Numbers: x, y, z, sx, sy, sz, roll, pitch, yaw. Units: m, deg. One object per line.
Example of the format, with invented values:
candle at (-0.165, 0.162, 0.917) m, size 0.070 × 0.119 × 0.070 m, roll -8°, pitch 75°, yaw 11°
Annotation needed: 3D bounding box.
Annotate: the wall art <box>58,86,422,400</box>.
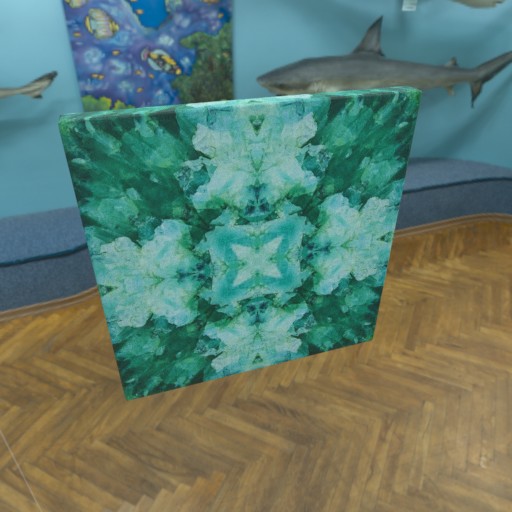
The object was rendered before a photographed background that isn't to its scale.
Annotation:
wall art at (0.000, 0.000, 0.744) m, size 0.507 × 0.508 × 0.038 m, roll -10°, pitch 35°, yaw -15°
